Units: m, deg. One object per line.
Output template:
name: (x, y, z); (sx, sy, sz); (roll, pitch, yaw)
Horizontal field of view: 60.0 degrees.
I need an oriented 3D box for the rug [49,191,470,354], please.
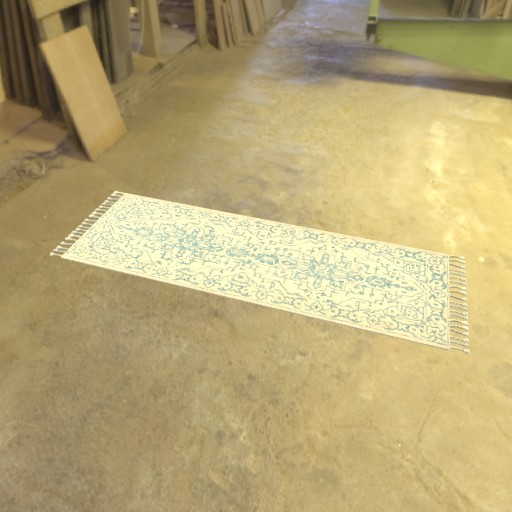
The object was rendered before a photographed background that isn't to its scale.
rug: (0.000, 0.000, 2.726); (2.449, 0.011, 0.774); (12, 42, 14)
